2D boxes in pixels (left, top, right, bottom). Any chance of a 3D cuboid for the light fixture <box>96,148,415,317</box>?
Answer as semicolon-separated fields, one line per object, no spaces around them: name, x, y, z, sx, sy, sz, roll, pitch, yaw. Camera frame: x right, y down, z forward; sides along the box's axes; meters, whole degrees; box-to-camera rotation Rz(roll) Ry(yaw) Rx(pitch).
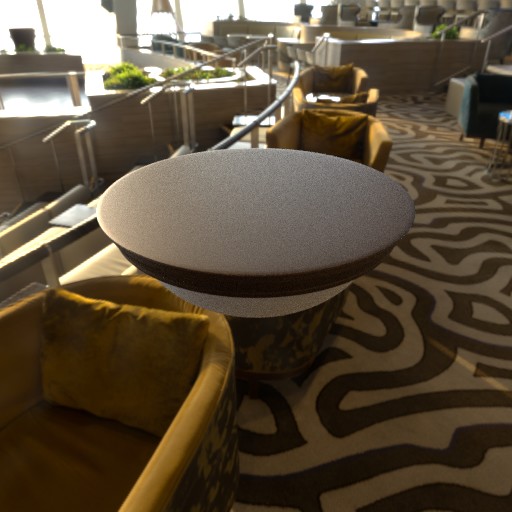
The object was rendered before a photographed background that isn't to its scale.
light fixture;0.000;0.000;0.440;0.280;0.135;0.280;0;30;0
